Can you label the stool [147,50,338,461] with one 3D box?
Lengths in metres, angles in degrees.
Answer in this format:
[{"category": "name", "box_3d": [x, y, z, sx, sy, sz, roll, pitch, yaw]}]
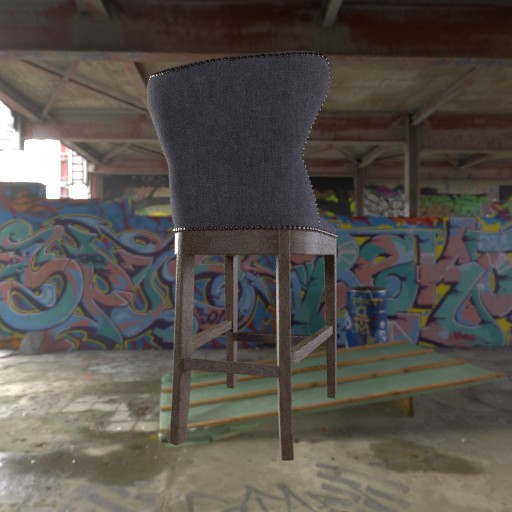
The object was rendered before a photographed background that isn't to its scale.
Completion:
[{"category": "stool", "box_3d": [0.000, 0.000, 1.329, 0.498, 0.981, 0.608, 0, 0, 18]}]
